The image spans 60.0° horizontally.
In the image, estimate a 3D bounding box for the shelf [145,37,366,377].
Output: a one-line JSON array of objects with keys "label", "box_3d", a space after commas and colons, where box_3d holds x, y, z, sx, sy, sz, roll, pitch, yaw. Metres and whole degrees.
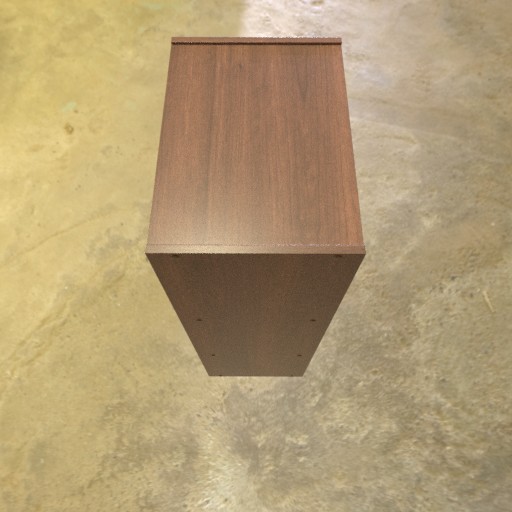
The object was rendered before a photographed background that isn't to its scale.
[{"label": "shelf", "box_3d": [0.000, 0.000, 1.066, 0.290, 0.879, 0.414, 0, 65, 0]}]
